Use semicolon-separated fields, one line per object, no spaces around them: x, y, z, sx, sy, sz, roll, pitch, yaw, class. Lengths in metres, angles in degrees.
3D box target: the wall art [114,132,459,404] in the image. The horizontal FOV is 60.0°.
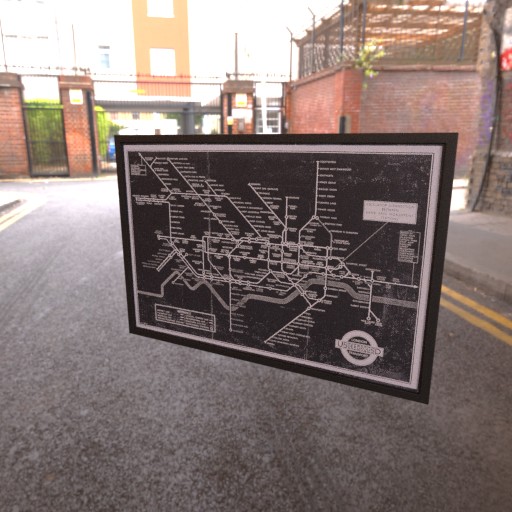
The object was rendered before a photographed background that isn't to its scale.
0.000;0.000;1.526;1.192;0.811;0.013;7;16;25;wall art
